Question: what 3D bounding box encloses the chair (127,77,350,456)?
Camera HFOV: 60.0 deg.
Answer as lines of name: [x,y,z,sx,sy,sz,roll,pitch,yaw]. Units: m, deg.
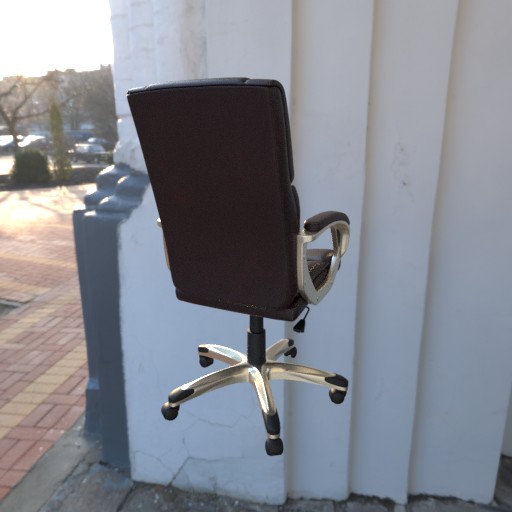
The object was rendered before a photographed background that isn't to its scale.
chair: [0.000,0.000,1.580,0.662,1.107,0.739,7,16,26]
